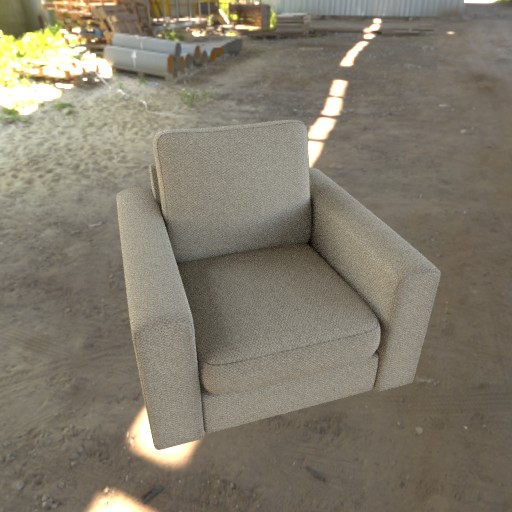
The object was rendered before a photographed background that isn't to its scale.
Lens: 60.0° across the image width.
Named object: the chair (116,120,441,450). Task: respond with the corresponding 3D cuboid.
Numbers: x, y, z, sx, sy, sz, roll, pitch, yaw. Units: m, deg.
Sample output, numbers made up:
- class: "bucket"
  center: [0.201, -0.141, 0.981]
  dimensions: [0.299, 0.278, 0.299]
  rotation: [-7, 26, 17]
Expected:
- class: "chair"
  center: [0.000, 0.000, 1.768]
  dimensions: [1.005, 0.873, 1.016]
  rotation: [-9, 33, -15]
